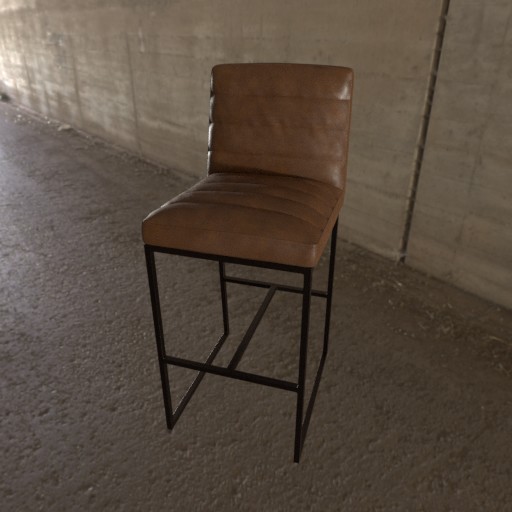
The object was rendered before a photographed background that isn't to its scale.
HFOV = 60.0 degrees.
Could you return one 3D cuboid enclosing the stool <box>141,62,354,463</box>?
[{"bbox_3d":[0.000,0.000,1.368,0.463,1.065,0.562,8,28,15],"label":"stool"}]
